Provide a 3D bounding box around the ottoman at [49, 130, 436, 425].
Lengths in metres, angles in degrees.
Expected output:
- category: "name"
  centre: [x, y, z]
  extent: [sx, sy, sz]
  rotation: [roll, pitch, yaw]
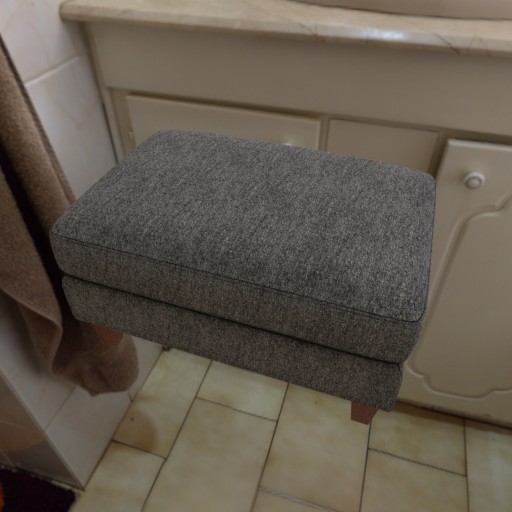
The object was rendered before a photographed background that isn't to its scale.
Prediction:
- category: "ottoman"
  centre: [0.000, 0.000, 1.223]
  extent: [0.864, 0.483, 0.584]
  rotation: [13, 43, 14]
